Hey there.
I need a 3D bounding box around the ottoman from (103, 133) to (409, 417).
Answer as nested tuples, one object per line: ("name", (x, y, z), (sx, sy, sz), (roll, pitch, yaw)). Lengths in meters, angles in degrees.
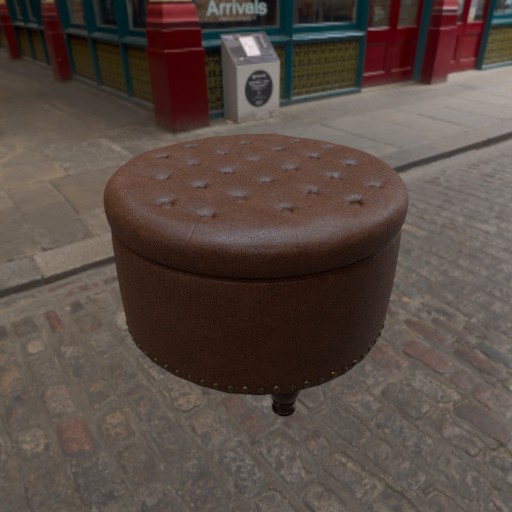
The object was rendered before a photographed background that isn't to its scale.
("ottoman", (0.000, 0.000, 1.055), (0.637, 0.442, 0.637), (0, 30, 0))
